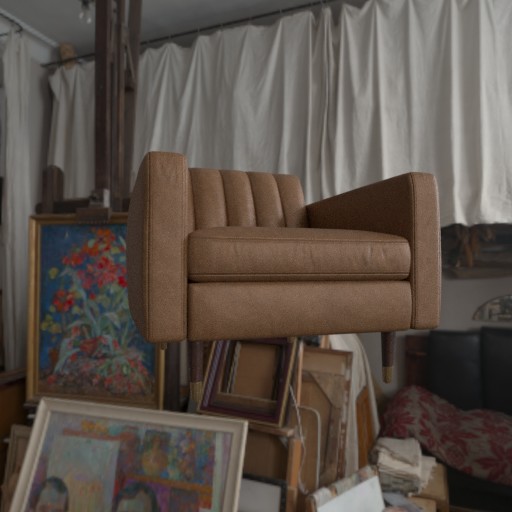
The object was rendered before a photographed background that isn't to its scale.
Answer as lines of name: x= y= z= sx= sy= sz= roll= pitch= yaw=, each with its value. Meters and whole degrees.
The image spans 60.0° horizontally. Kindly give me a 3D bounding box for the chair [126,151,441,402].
chair: x=0.000 y=0.000 z=1.705 sx=0.953 sy=0.819 sz=0.998 roll=1 pitch=-2 yaw=-18
